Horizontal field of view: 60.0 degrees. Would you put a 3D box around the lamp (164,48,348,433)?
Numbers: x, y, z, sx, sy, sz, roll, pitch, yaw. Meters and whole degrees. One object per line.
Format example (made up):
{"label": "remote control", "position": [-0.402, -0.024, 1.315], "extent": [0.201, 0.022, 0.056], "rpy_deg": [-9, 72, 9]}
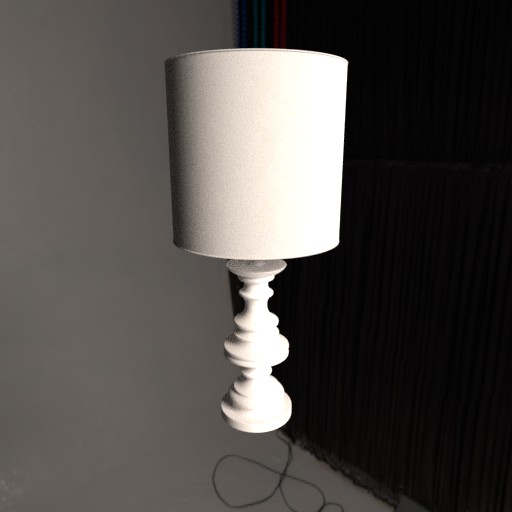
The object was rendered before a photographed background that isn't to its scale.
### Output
{"label": "lamp", "position": [0.000, 0.000, 0.572], "extent": [0.208, 0.455, 0.208], "rpy_deg": [-14, 20, -42]}
